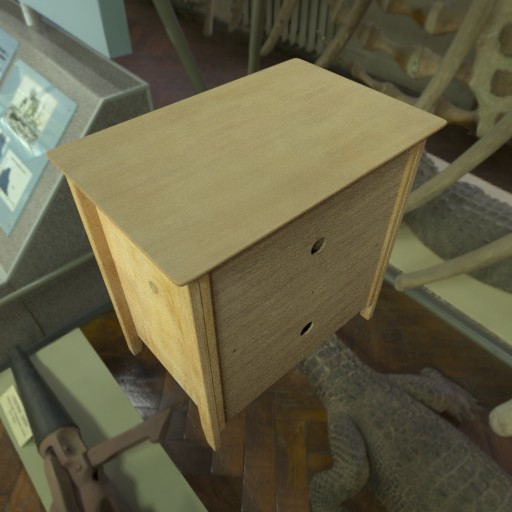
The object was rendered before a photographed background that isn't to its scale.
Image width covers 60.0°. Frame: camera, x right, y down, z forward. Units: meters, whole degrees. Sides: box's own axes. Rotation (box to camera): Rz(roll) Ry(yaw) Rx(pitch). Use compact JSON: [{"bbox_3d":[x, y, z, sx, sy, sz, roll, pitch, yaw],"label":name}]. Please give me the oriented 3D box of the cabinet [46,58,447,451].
[{"bbox_3d":[0.000,0.000,1.258,0.763,0.762,0.503,-32,54,-28],"label":"cabinet"}]
